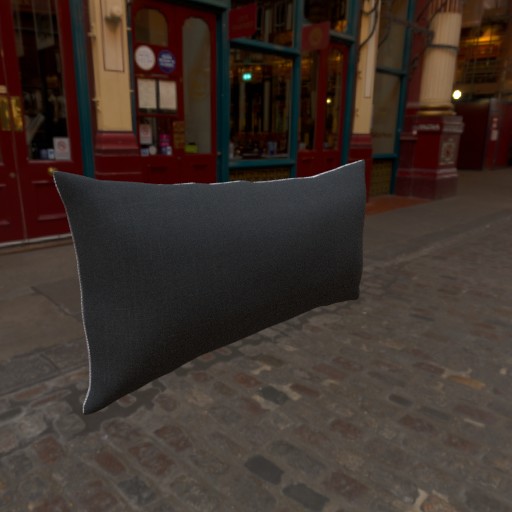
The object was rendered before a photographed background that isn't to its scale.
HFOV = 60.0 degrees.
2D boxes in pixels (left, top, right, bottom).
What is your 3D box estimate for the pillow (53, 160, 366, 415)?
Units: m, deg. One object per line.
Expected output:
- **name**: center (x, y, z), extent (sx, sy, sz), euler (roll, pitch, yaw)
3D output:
- **pillow**: center (0.000, 0.000, 0.721), extent (0.609, 0.305, 0.151), euler (-15, 21, -42)
